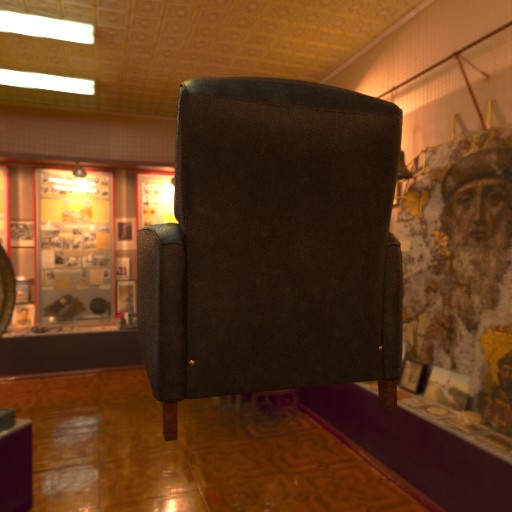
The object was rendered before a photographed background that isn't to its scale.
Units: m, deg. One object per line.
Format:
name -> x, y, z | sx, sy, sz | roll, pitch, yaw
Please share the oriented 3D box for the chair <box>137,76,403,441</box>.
chair -> 0.000, 0.000, 1.654 | 0.848, 1.014, 0.864 | 0, 0, -18
